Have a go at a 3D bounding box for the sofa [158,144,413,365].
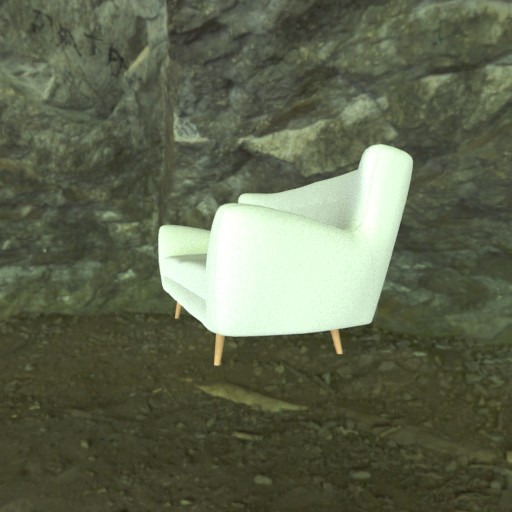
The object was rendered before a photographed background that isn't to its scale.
[{"bbox_3d":[0.000,0.000,2.461,0.899,0.890,1.930,-1,2,-18],"label":"sofa"}]
